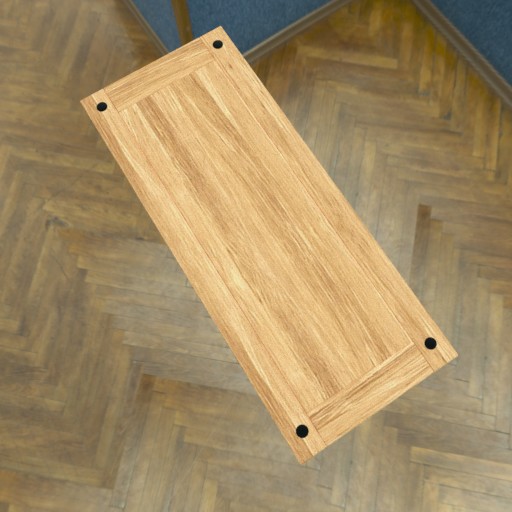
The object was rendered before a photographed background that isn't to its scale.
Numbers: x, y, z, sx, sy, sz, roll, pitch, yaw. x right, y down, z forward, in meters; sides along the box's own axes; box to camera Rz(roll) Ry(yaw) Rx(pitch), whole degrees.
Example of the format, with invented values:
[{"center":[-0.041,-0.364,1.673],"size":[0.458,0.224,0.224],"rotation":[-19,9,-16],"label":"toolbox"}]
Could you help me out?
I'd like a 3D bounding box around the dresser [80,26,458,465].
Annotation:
[{"center":[0.000,0.000,1.384],"size":[0.410,0.740,0.990],"rotation":[-32,79,-7],"label":"dresser"}]
